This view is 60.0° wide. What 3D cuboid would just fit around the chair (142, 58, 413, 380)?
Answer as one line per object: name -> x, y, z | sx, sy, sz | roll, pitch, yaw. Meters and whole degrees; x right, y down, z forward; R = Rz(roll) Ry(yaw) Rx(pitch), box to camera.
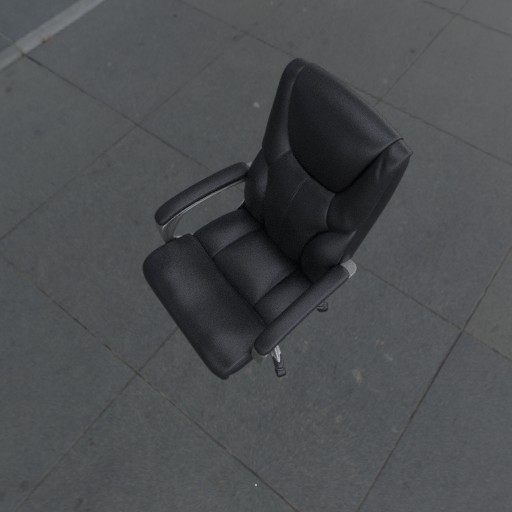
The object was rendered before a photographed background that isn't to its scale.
chair -> 0.000, 0.000, 1.633 | 0.739, 1.155, 0.663 | -34, 68, -16
